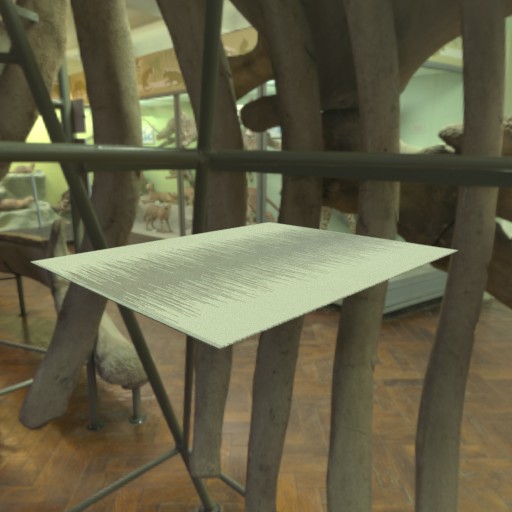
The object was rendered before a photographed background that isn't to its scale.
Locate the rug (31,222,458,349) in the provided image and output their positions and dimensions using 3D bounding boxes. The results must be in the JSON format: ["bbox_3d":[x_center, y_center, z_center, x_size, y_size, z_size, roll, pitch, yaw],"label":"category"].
[{"bbox_3d":[0.000,0.000,4.009,2.453,0.010,3.037,13,18,43],"label":"rug"}]
